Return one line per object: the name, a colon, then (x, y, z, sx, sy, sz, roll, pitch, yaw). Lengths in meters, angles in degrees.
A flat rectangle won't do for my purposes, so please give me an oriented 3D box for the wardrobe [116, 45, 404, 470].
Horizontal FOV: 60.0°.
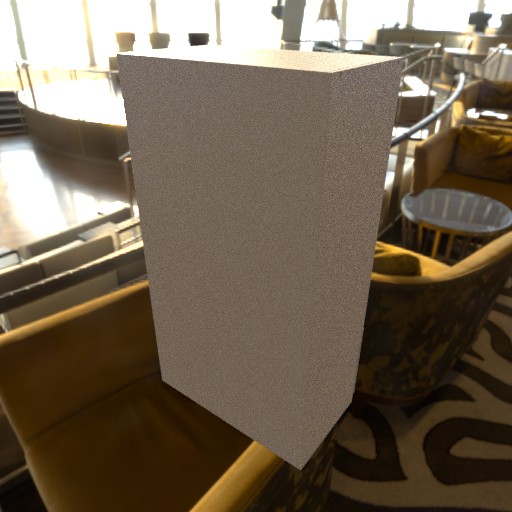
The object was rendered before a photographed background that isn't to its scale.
wardrobe: (0.000, 0.000, 2.181, 0.991, 1.808, 0.577, 21, 35, 32)
